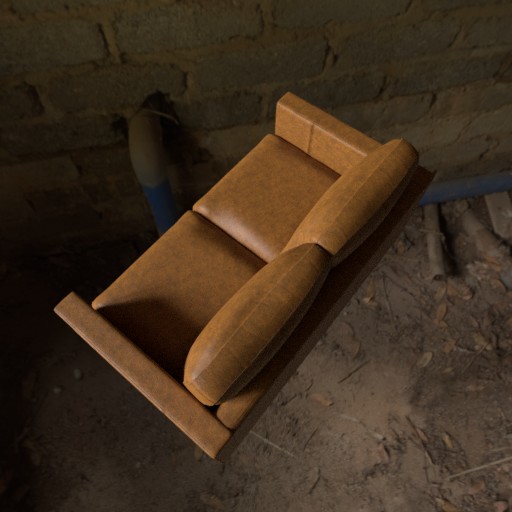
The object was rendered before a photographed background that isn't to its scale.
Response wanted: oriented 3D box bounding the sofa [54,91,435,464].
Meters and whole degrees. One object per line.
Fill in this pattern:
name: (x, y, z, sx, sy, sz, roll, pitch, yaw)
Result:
sofa: (0.000, 0.000, 2.125, 0.909, 0.951, 1.578, 36, 68, 17)
